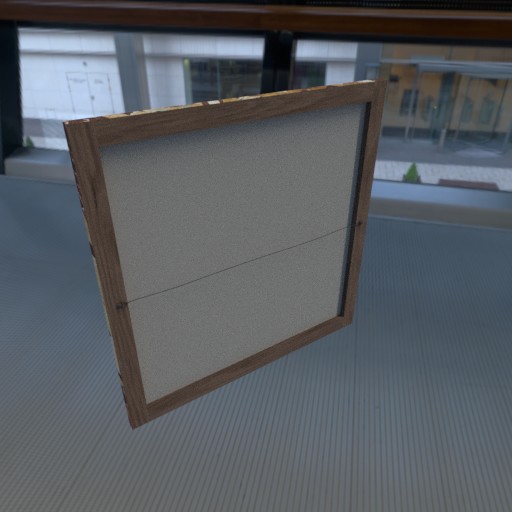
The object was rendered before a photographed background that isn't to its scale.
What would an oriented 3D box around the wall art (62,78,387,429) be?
[{"bbox_3d":[0.000,0.000,1.104,0.757,0.762,0.028,-19,36,-28],"label":"wall art"}]
